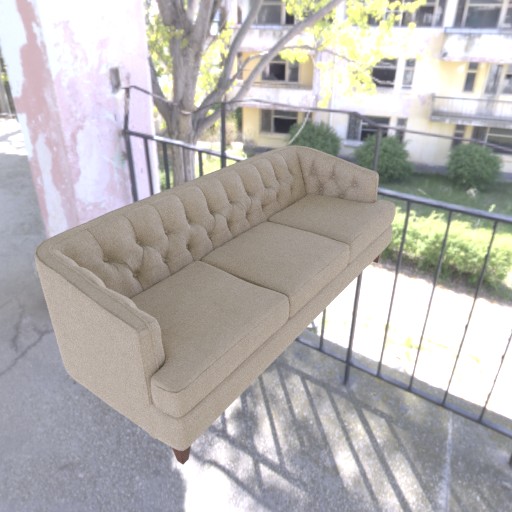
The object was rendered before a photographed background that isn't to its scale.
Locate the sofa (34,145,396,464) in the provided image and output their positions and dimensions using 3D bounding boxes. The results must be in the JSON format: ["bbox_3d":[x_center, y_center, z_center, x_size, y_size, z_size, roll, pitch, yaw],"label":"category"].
[{"bbox_3d":[0.000,0.000,2.611,0.913,0.788,2.235,19,34,31],"label":"sofa"}]
